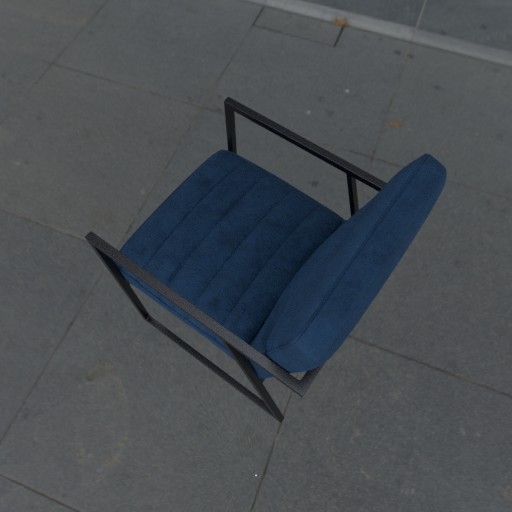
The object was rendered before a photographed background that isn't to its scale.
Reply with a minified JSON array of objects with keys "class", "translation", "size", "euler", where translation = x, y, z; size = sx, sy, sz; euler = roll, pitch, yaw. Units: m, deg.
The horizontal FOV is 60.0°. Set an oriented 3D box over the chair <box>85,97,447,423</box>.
[{"class":"chair","translation":[0.000,0.000,1.275],"size":[0.677,0.833,0.571],"euler":[33,68,15]}]
